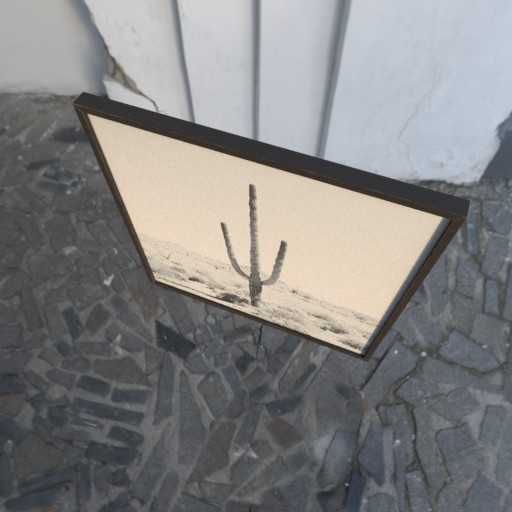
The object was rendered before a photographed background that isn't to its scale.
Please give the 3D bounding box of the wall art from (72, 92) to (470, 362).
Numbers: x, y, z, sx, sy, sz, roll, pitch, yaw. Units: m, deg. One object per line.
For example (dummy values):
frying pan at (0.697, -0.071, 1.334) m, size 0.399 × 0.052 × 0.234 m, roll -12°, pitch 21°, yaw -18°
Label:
wall art at (0.000, 0.000, 1.136) m, size 0.762 × 0.762 × 0.038 m, roll 18°, pitch 61°, yaw 11°
